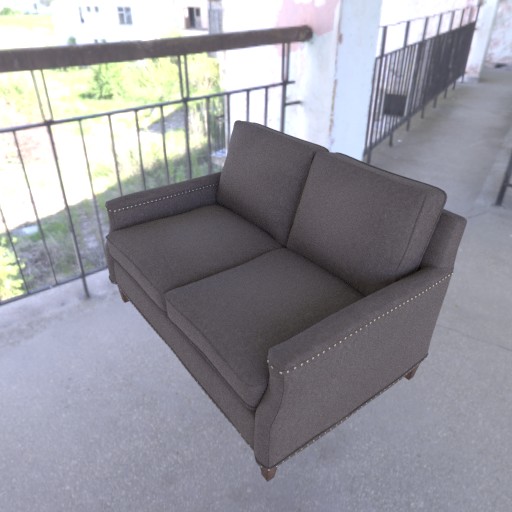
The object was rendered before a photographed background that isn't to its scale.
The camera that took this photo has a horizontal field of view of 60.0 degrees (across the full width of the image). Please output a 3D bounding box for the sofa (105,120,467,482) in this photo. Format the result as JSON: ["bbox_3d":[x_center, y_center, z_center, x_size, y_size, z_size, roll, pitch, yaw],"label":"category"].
[{"bbox_3d":[0.000,0.000,2.247,1.084,1.003,1.597,-21,37,-31],"label":"sofa"}]
